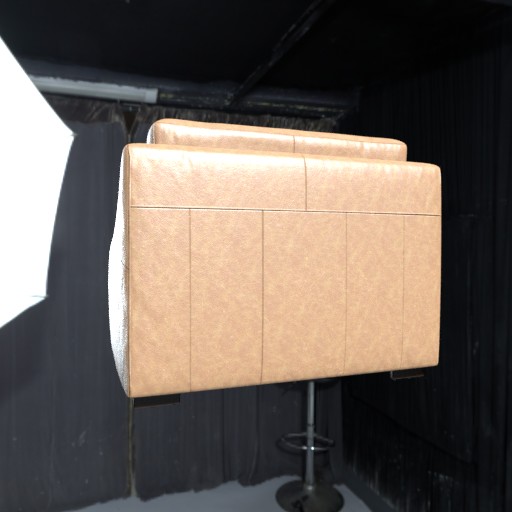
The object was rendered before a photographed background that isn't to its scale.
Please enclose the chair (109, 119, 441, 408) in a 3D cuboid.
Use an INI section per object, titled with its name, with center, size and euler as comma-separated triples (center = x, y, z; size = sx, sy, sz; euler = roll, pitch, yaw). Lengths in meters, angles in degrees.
[chair]
center = 0.000, 0.000, 2.019
size = 1.276, 0.978, 1.050
euler = 0, 2, -19
